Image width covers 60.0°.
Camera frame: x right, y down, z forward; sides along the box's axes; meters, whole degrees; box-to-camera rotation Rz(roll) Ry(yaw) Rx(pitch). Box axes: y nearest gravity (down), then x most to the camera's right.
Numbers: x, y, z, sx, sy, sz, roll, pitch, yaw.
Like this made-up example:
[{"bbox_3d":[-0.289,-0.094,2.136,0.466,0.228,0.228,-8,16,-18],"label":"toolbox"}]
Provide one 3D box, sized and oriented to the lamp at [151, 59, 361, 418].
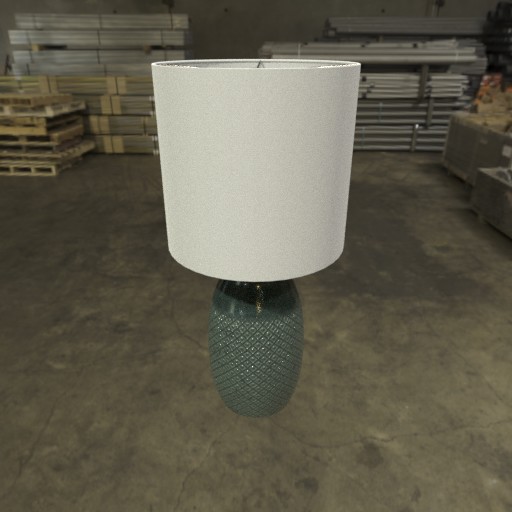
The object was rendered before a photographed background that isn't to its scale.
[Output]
[{"bbox_3d":[0.000,0.000,0.566,0.217,0.453,0.217,0,26,1],"label":"lamp"}]
